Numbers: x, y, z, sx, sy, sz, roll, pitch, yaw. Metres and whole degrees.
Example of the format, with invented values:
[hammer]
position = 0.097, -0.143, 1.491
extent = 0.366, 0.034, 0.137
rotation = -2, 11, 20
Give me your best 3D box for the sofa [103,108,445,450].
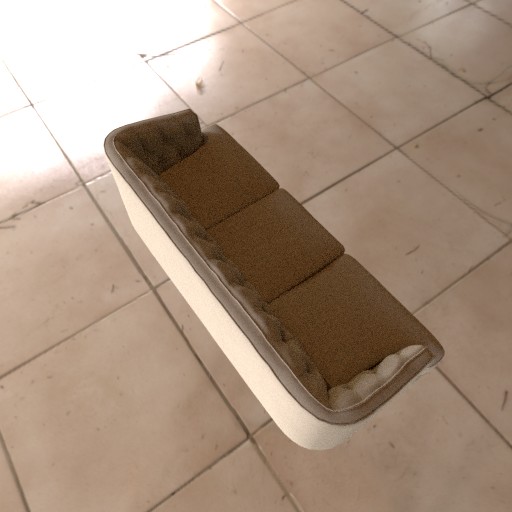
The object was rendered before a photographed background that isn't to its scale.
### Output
[sofa]
position = 0.000, 0.000, 2.759
extent = 0.941, 0.855, 2.278
rotation = -32, 63, -19
